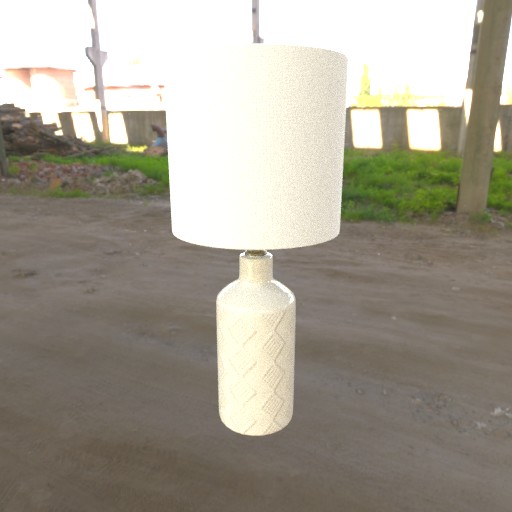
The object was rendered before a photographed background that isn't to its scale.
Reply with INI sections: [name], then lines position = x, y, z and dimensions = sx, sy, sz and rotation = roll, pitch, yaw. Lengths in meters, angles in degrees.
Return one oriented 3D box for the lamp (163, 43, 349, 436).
[lamp]
position = 0.000, 0.000, 0.566
dimensions = 0.207, 0.461, 0.207
rotation = -3, 16, -9
